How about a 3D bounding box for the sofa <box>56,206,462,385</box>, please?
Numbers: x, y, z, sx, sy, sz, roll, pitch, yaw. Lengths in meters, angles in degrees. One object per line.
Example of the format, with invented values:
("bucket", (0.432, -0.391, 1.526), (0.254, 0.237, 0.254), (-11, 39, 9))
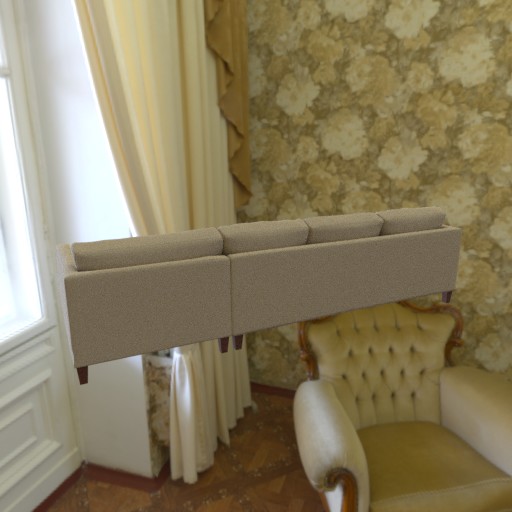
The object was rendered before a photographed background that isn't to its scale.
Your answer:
("sofa", (0.000, 0.000, 3.898), (3.186, 0.861, 1.625), (-7, 17, -25))
